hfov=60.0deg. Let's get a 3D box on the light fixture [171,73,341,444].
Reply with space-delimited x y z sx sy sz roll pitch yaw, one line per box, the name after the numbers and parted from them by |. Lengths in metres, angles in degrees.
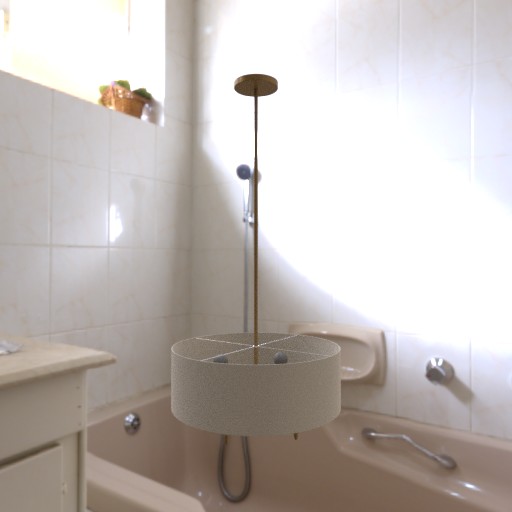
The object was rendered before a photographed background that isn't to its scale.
0.000 0.000 1.358 0.508 1.067 0.508 0 -1 0 | light fixture
